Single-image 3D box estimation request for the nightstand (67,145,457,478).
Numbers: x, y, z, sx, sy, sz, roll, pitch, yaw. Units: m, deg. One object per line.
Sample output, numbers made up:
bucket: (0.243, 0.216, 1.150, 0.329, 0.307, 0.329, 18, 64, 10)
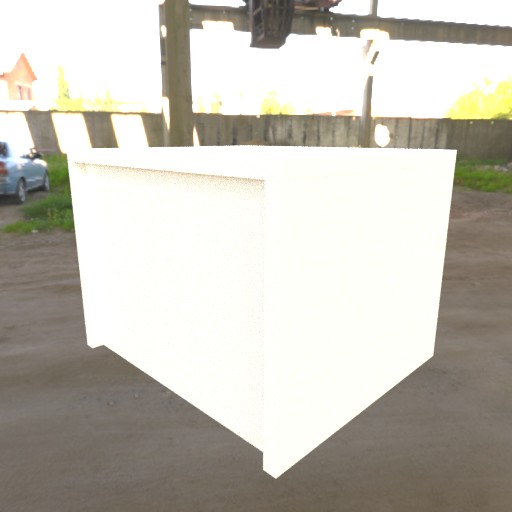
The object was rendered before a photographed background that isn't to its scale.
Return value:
nightstand: (0.000, 0.000, 0.751, 0.470, 0.351, 0.408, 15, 21, 43)
